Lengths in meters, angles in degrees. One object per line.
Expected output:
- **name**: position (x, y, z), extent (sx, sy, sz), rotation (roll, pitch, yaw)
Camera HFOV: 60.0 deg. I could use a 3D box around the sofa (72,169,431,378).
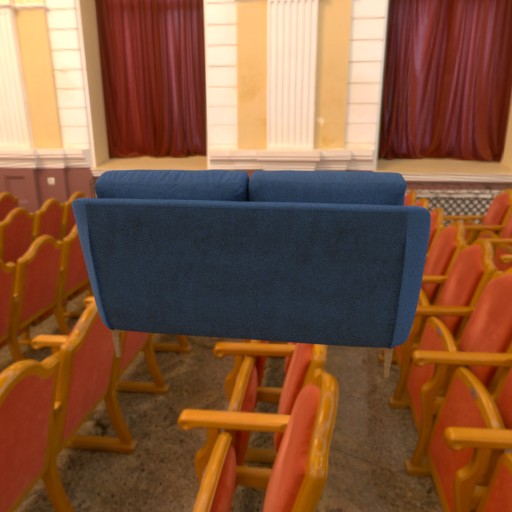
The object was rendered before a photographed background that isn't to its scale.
- **sofa**: position (0.000, 0.000, 2.235), extent (1.619, 0.902, 0.960), rotation (2, 16, 8)
